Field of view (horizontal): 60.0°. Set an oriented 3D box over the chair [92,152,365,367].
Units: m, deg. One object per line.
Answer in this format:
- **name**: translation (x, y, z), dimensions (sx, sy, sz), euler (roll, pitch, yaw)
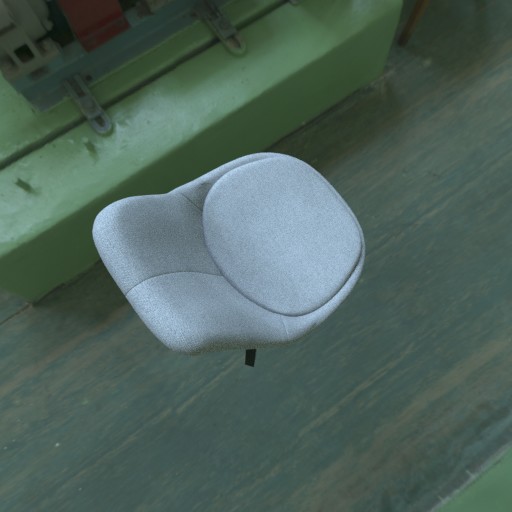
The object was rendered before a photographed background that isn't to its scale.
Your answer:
- **chair**: translation (0.000, 0.000, 1.175), dimensions (0.550, 0.850, 0.485), euler (-36, 79, -8)
